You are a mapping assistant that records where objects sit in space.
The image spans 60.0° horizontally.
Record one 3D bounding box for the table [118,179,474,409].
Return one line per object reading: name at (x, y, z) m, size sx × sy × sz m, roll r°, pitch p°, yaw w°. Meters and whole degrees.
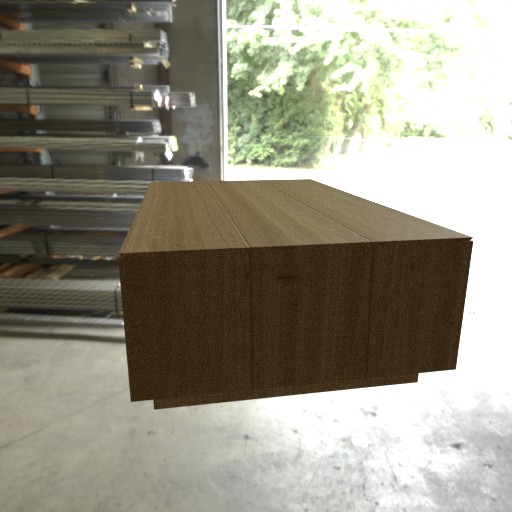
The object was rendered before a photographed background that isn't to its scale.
table at (0.000, 0.000, 1.390) m, size 0.678 × 0.353 × 1.110 m, roll -3°, pitch 16°, yaw -10°
